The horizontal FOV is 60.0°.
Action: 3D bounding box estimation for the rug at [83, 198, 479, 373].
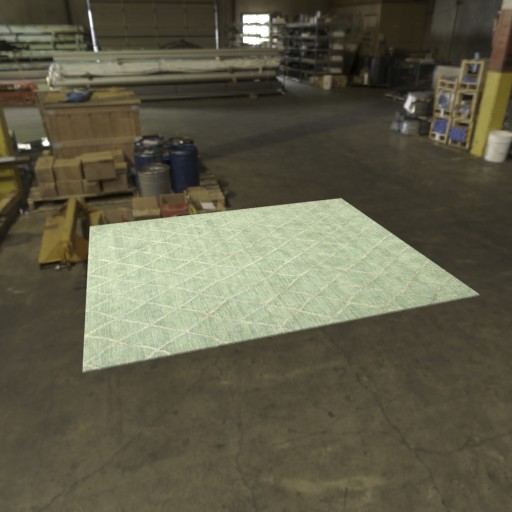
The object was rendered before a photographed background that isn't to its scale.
[{"bbox_3d":[0.000,0.000,4.213,3.039,0.019,2.420,-8,28,-15],"label":"rug"}]
